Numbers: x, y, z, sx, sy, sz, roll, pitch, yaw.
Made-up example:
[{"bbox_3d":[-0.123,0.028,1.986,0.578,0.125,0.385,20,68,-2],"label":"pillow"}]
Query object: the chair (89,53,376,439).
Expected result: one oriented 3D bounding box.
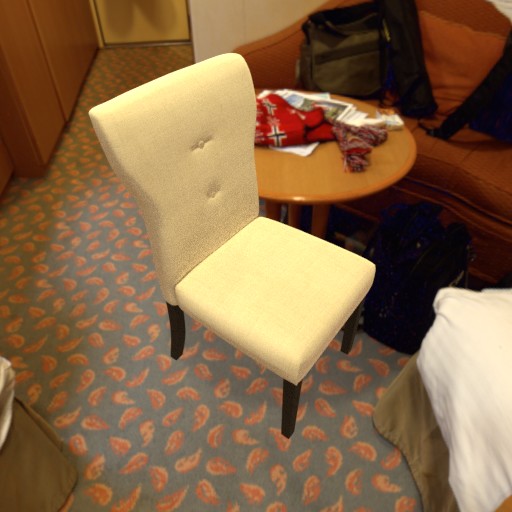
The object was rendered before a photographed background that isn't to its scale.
[{"bbox_3d":[0.000,0.000,1.294,0.597,0.921,0.509,26,48,26],"label":"chair"}]
